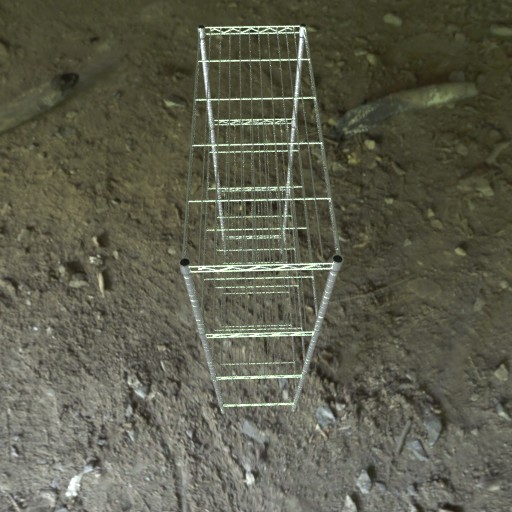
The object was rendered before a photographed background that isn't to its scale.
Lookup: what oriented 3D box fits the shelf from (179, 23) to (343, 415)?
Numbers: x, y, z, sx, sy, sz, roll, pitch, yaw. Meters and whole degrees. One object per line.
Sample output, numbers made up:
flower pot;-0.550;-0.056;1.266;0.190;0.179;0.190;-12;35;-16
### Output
shelf;0.000;0.000;1.755;0.352;1.360;0.907;-1;58;-1
